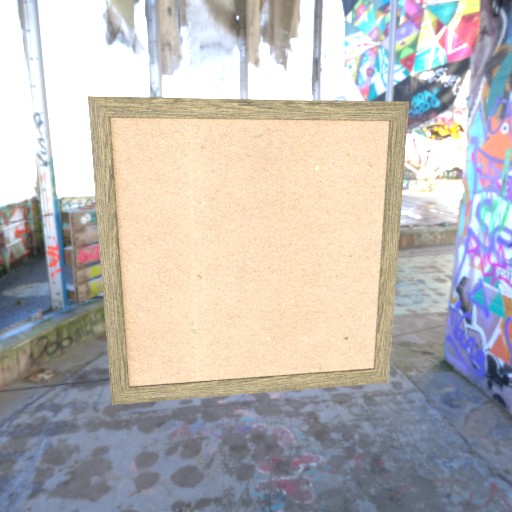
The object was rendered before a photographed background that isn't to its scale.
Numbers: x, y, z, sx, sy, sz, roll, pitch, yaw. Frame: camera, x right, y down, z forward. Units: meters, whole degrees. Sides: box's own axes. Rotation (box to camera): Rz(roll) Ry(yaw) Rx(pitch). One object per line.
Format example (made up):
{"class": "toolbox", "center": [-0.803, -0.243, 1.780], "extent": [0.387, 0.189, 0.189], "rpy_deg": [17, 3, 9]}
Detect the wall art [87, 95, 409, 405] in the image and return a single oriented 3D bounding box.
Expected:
{"class": "wall art", "center": [0.000, 0.000, 0.758], "extent": [0.508, 0.508, 0.019], "rpy_deg": [-2, 13, -9]}
